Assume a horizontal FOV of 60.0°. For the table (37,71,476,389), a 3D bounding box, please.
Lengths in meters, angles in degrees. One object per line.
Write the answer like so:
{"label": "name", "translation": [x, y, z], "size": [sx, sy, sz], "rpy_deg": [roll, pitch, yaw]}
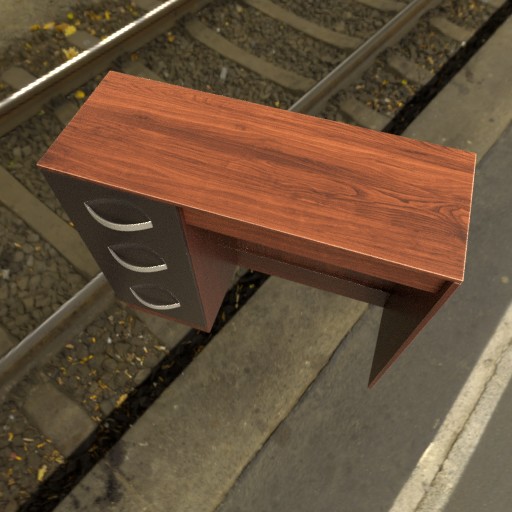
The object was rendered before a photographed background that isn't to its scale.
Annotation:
{"label": "table", "translation": [0.000, 0.000, 1.326], "size": [0.930, 0.790, 0.380], "rpy_deg": [16, 60, 9]}
